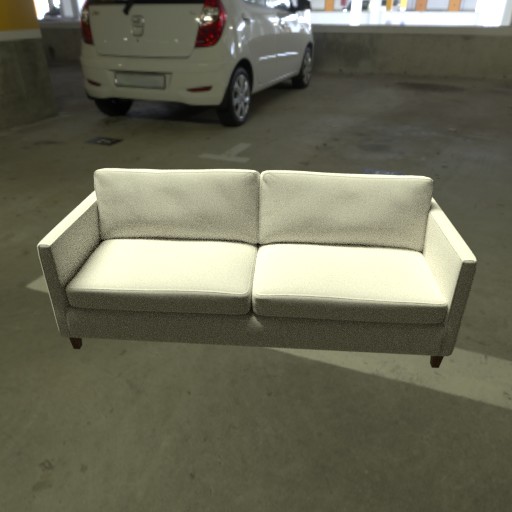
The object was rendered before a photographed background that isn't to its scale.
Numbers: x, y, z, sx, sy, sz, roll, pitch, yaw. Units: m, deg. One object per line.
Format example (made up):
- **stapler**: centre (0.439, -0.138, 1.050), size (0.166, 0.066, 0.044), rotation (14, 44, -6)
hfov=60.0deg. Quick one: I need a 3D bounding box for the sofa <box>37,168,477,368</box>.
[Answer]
- **sofa**: centre (0.000, 0.000, 2.844), size (2.361, 0.962, 0.951), rotation (2, 29, 4)
